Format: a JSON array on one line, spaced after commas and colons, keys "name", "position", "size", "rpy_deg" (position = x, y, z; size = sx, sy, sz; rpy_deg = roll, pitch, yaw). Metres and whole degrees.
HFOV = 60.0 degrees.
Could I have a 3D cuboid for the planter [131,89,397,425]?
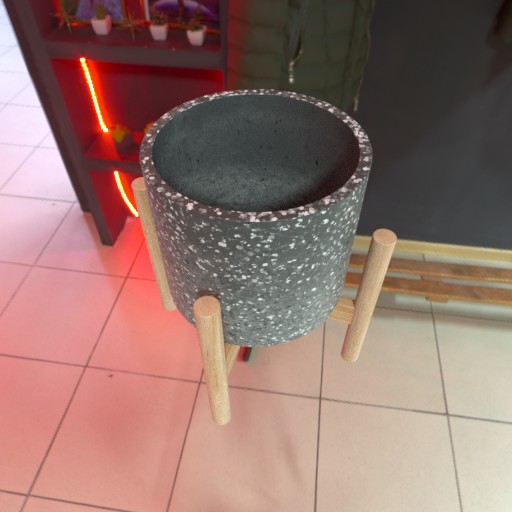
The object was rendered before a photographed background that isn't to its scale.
[{"name": "planter", "position": [0.000, 0.000, 0.546], "size": [0.284, 0.320, 0.284], "rpy_deg": [32, 55, 26]}]
